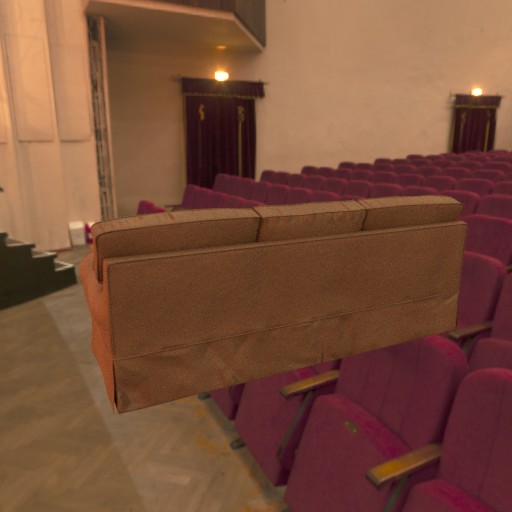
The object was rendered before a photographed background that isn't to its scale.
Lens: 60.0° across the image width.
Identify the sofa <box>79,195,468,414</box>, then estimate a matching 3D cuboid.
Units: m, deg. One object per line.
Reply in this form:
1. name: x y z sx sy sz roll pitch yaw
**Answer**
1. sofa: 0.000 0.000 3.324 2.475 0.978 1.733 -7 16 -25
